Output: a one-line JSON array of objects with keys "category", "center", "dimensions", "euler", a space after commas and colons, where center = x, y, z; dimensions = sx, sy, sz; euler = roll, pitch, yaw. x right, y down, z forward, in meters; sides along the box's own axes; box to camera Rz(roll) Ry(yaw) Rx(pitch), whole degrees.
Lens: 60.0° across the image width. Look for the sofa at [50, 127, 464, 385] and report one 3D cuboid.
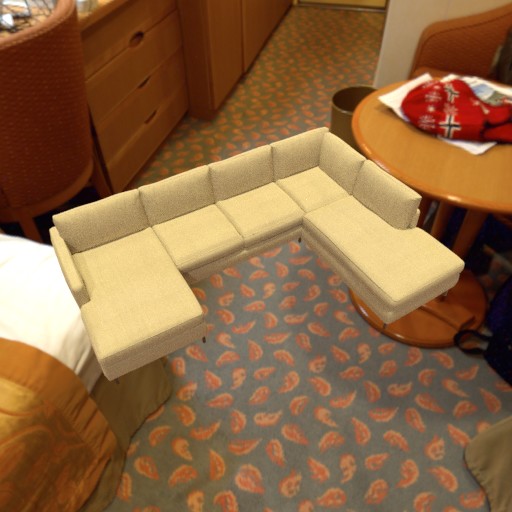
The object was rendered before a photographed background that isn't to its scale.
[{"category": "sofa", "center": [0.000, 0.000, 3.527], "dimensions": [2.737, 0.756, 1.879], "euler": [-23, 50, -21]}]
